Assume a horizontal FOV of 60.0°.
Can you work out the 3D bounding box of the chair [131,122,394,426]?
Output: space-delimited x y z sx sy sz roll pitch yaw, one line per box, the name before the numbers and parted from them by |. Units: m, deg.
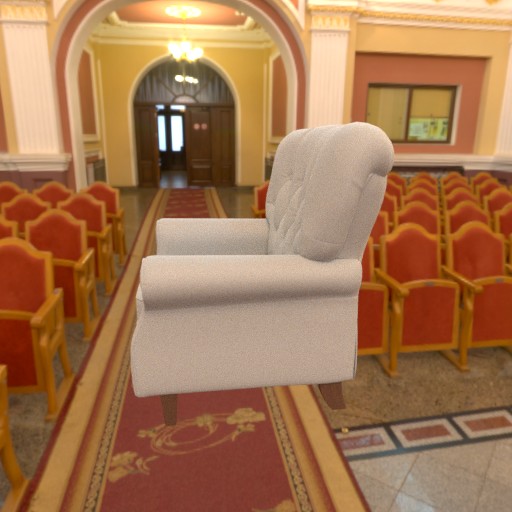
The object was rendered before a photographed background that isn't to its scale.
chair | 0.000 0.000 2.129 1.128 1.217 1.090 -2 15 -8
